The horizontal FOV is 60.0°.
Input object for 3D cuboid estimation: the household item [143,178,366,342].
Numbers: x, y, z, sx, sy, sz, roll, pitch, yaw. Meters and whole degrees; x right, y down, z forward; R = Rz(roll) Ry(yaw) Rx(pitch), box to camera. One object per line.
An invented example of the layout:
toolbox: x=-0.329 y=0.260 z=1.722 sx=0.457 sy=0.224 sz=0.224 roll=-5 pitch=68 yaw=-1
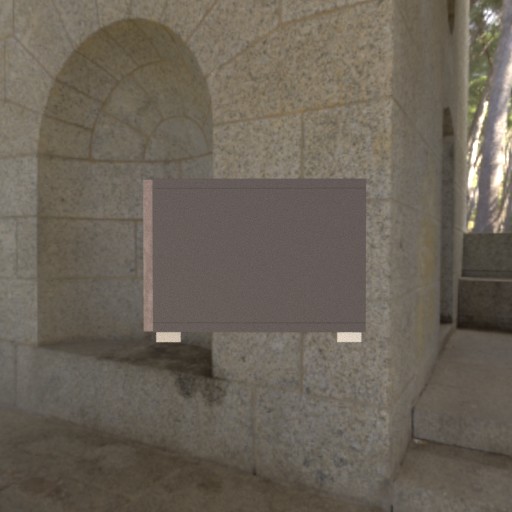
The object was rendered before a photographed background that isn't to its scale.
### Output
household item: x=0.000 y=0.000 z=1.536 sx=0.420 sy=0.310 sz=1.400 roll=0 pitch=1 yaw=0
